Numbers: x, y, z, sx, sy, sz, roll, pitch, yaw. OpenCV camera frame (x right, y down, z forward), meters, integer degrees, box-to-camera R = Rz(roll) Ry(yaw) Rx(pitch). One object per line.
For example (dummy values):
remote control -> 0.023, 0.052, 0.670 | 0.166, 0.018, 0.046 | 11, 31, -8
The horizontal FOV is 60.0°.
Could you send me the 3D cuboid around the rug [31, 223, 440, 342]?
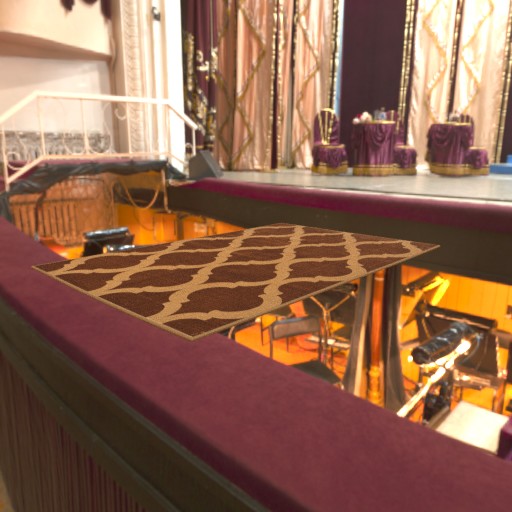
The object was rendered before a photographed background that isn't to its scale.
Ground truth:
rug -> 0.000, 0.000, 2.903 | 1.526, 0.014, 2.290 | 12, 18, 42
